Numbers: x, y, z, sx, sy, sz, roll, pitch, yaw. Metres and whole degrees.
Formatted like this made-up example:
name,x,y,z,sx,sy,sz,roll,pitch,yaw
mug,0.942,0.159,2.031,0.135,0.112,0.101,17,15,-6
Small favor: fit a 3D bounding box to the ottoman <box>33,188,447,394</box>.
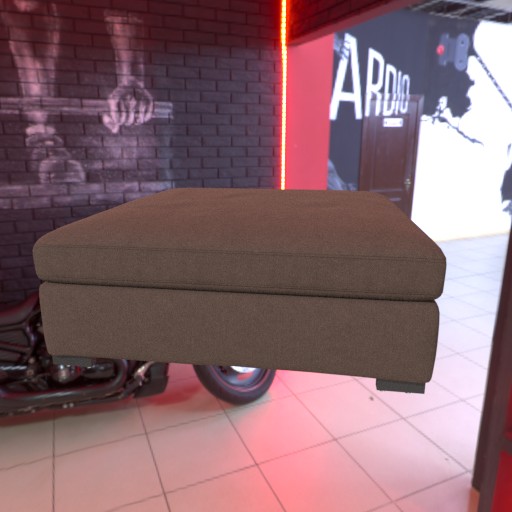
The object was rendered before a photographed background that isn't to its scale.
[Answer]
name,x,y,z,sx,sy,sz,roll,pitch,yaw
ottoman,0.000,0.000,1.798,1.181,0.470,1.181,2,15,8
